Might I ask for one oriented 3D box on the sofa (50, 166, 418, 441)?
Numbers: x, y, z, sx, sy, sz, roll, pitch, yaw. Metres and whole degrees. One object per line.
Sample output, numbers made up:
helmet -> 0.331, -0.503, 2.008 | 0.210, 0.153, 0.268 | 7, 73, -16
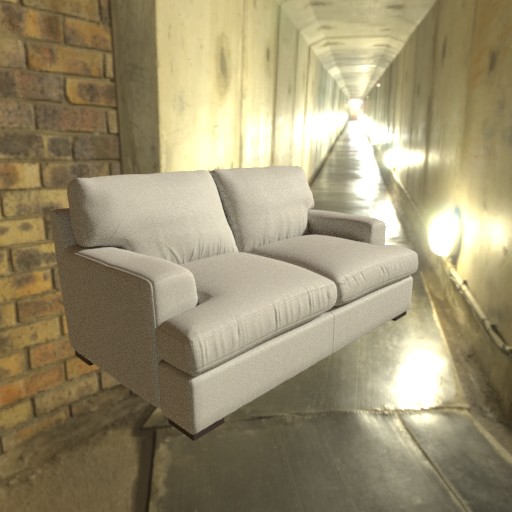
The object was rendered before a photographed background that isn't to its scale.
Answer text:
sofa -> 0.000, 0.000, 2.528 | 1.143, 0.940, 1.880 | 13, 20, 42
